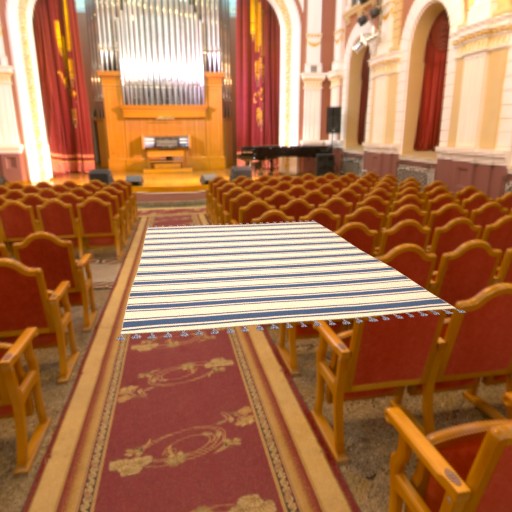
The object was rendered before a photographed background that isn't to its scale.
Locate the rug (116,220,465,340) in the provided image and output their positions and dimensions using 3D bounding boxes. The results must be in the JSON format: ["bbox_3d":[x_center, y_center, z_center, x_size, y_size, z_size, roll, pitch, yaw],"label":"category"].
[{"bbox_3d":[0.000,0.000,2.970,1.544,0.010,2.315,-3,16,-10],"label":"rug"}]
